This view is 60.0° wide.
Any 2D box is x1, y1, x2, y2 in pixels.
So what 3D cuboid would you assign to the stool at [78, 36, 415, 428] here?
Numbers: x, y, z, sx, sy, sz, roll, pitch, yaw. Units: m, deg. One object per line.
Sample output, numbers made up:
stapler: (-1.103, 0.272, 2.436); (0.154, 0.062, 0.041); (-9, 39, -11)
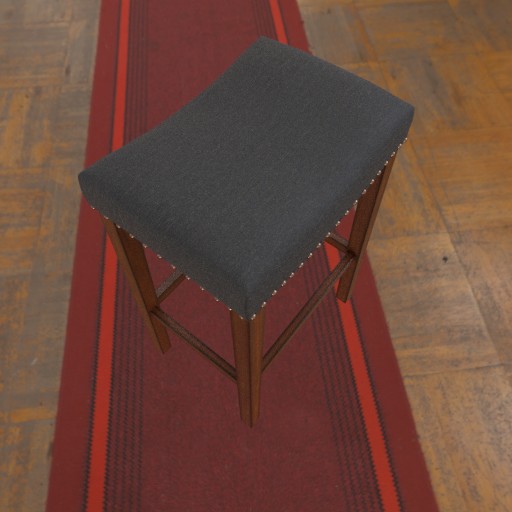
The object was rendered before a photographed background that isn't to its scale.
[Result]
stool: (0.000, 0.000, 1.030); (0.366, 0.760, 0.502); (34, 64, 19)
